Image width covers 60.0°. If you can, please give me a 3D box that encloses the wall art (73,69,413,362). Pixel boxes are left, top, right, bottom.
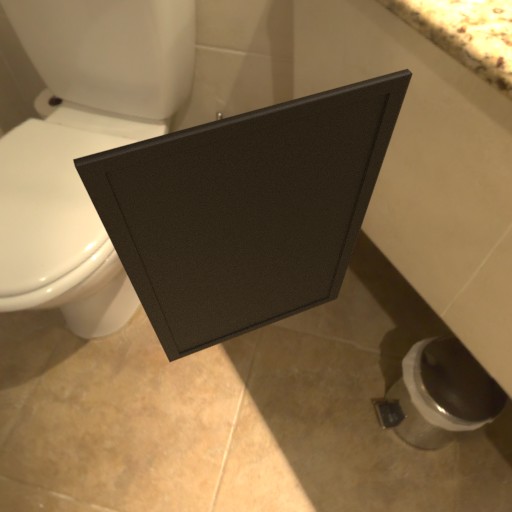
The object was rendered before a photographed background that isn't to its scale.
[{"bbox_3d":[0.000,0.000,0.832,0.451,0.661,0.012,-19,59,-12],"label":"wall art"}]
